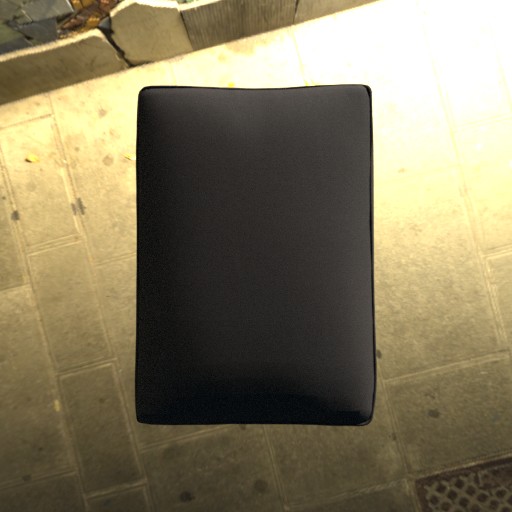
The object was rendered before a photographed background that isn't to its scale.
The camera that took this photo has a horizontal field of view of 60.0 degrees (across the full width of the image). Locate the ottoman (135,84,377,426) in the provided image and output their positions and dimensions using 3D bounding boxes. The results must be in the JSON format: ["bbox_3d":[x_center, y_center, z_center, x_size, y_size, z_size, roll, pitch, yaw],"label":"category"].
[{"bbox_3d":[0.000,0.000,1.010,0.508,0.406,0.686,0,88,1],"label":"ottoman"}]
